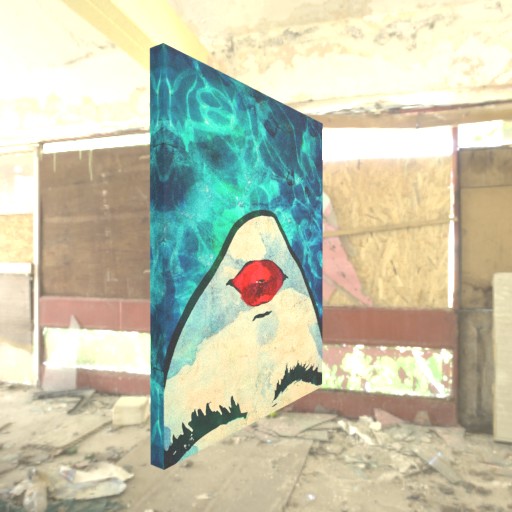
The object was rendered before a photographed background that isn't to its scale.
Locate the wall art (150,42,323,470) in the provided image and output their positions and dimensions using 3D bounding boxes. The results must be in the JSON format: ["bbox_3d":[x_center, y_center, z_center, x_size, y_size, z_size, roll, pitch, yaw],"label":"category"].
[{"bbox_3d":[0.000,0.000,1.045,0.038,0.760,0.609,0,1,36],"label":"wall art"}]
